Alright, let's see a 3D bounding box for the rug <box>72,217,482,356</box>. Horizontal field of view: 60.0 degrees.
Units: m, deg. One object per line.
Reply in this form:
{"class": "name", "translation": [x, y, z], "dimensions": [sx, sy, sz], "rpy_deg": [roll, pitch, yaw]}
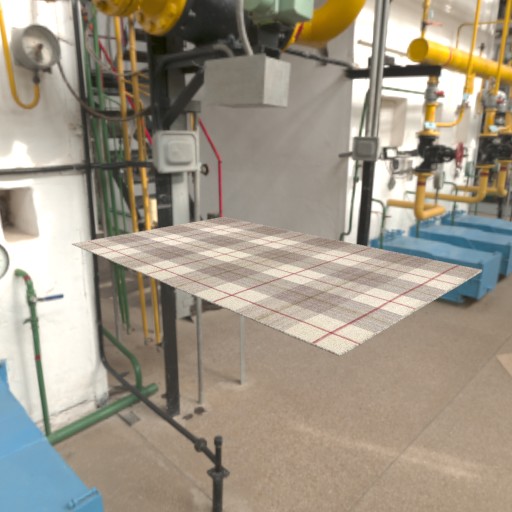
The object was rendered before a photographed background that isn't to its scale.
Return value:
{"class": "rug", "translation": [0.000, 0.000, 3.063], "dimensions": [2.464, 0.010, 1.549], "rpy_deg": [15, 22, 43]}
